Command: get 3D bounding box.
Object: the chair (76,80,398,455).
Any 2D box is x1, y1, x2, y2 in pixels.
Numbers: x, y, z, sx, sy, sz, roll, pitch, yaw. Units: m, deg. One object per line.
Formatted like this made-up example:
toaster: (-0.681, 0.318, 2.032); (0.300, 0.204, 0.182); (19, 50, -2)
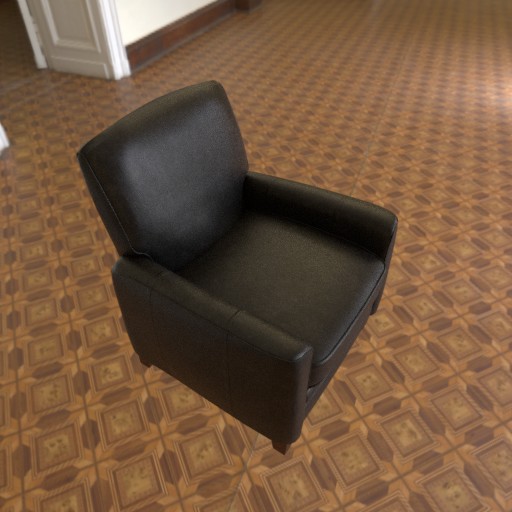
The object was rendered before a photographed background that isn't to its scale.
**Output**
chair: (0.000, 0.000, 1.650); (0.864, 1.014, 0.848); (24, 47, 25)
